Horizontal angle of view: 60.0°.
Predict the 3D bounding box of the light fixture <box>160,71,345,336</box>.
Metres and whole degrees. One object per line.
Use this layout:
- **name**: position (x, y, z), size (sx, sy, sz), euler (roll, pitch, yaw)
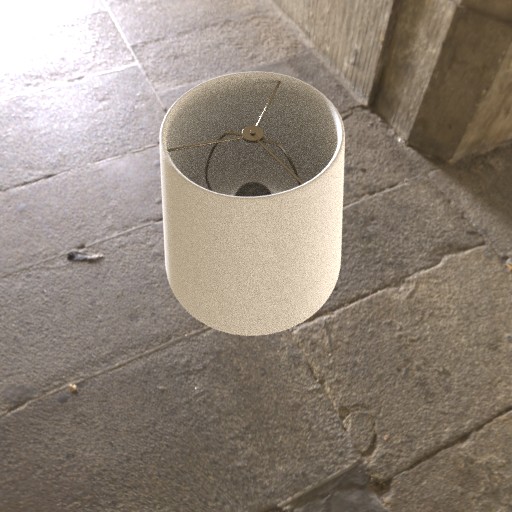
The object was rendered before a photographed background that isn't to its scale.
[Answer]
- **light fixture**: position (0.000, 0.000, 0.447), size (0.168, 0.337, 0.188), euler (16, 58, 11)
